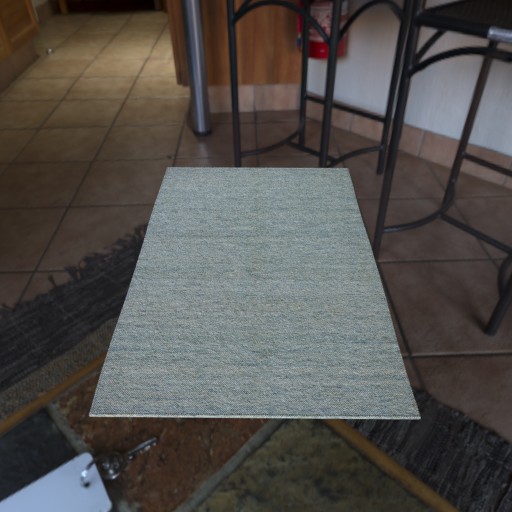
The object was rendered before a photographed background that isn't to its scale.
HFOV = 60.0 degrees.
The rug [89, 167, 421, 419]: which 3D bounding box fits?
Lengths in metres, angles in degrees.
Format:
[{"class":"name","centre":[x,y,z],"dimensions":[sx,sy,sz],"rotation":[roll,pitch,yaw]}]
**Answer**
[{"class":"rug","centre":[0.000,0.000,2.915],"dimensions":[1.547,0.013,2.283],"rotation":[0,41,0]}]
